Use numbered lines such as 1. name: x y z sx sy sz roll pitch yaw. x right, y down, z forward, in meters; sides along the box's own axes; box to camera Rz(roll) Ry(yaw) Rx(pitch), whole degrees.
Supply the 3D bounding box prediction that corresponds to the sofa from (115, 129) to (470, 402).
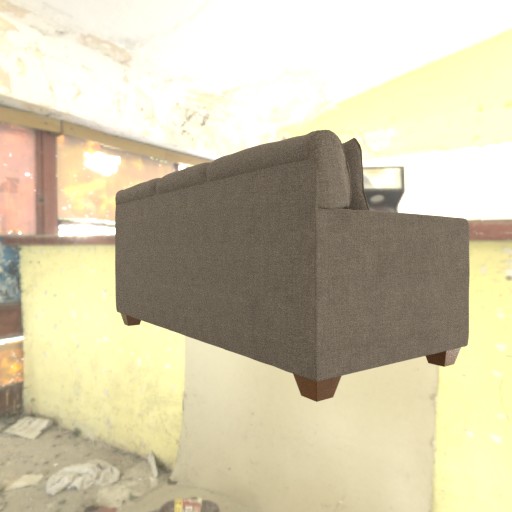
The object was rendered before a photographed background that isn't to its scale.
1. sofa: 0.000 0.000 2.528 0.997 0.958 2.024 -1 1 -36
